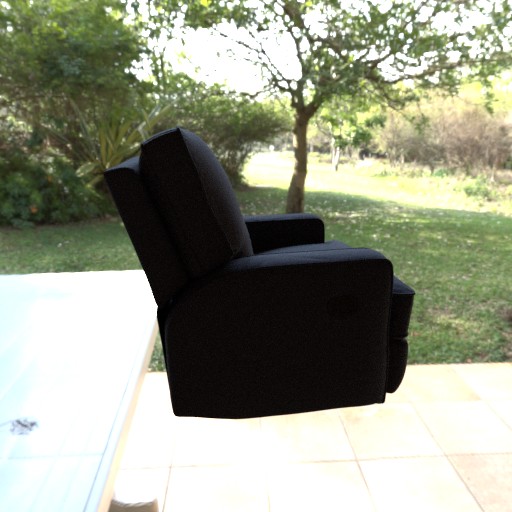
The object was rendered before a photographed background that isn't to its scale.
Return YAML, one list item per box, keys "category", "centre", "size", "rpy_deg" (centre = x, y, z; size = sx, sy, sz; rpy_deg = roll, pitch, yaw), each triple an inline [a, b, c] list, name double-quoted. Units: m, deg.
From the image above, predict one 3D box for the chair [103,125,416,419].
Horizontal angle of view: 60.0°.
- category: "chair"
  centre: [0.000, 0.000, 1.720]
  size: [0.964, 0.962, 0.861]
  rpy_deg: [-2, 15, -9]
